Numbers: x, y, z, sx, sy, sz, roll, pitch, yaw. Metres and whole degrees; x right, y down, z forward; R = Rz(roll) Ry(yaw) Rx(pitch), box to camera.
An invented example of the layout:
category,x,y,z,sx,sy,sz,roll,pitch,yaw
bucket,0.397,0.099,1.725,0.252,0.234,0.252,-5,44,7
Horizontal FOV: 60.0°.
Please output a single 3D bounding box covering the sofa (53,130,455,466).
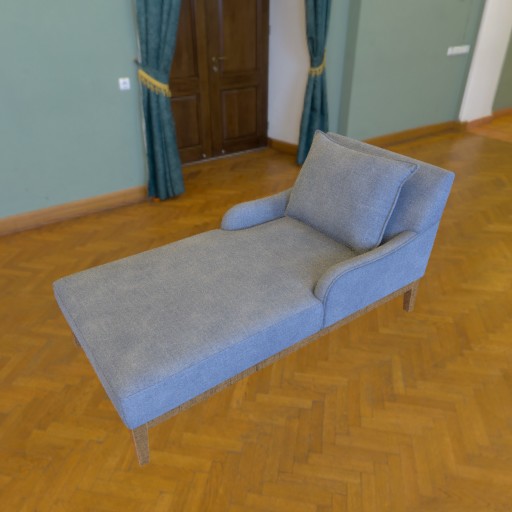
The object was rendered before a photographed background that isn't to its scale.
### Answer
category,x,y,z,sx,sy,sz,roll,pitch,yaw
sofa,0.000,0.000,2.218,1.779,0.883,0.904,-21,37,-30
